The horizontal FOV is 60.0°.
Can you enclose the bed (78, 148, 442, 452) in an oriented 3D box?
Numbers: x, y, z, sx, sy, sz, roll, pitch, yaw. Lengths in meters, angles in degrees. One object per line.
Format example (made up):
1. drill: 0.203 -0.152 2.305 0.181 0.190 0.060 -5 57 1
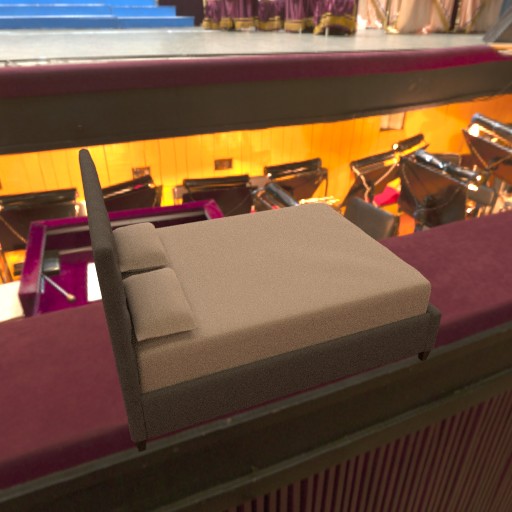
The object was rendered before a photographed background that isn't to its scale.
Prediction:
1. bed: 0.000 0.000 3.349 2.231 1.427 1.698 -11 32 -19
